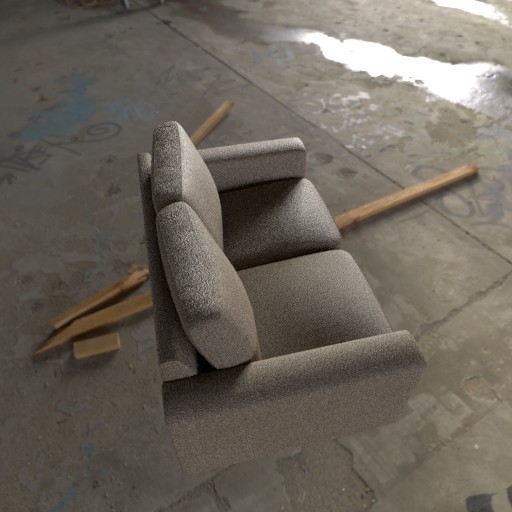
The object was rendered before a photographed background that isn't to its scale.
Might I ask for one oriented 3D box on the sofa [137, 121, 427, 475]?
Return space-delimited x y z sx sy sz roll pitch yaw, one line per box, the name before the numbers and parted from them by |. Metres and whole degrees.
sofa | 0.000 0.000 2.190 1.016 0.873 1.616 -10 48 -9
